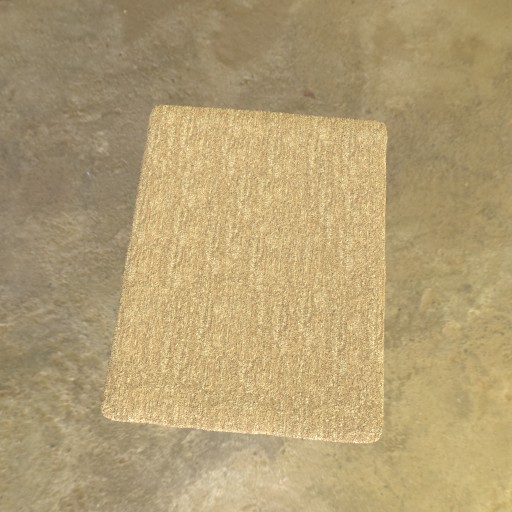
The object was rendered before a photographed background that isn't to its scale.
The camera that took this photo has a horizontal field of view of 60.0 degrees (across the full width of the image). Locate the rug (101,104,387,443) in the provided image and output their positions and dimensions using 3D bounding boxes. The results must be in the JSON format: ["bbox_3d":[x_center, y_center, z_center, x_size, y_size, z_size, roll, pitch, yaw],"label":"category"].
[{"bbox_3d":[0.000,0.000,3.815,2.242,0.050,2.873,5,75,1],"label":"rug"}]
